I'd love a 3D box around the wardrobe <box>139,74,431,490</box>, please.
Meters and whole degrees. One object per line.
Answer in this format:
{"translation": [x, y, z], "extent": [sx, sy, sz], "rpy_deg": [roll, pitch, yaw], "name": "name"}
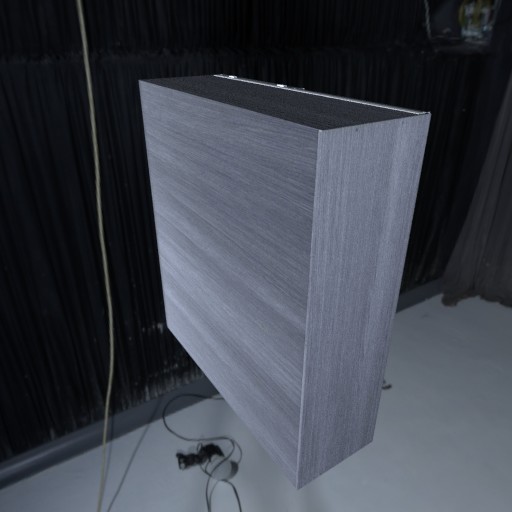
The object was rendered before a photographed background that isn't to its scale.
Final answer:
{"translation": [0.000, 0.000, 2.795], "extent": [0.629, 1.960, 1.780], "rpy_deg": [-17, 32, -29], "name": "wardrobe"}
